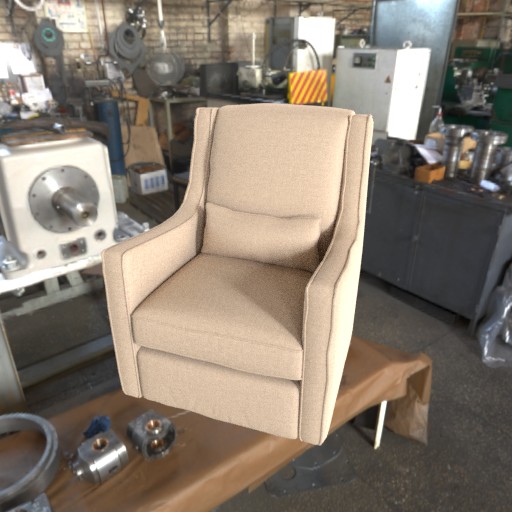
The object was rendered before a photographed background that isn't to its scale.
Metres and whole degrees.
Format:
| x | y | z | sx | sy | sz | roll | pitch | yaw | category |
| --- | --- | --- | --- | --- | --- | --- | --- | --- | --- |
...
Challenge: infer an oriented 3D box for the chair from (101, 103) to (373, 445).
| x | y | z | sx | sy | sz | roll | pitch | yaw | category |
| --- | --- | --- | --- | --- | --- | --- | --- | --- | --- |
| 0.000 | 0.000 | 1.641 | 0.732 | 0.993 | 0.879 | 8 | 27 | 17 | chair |
